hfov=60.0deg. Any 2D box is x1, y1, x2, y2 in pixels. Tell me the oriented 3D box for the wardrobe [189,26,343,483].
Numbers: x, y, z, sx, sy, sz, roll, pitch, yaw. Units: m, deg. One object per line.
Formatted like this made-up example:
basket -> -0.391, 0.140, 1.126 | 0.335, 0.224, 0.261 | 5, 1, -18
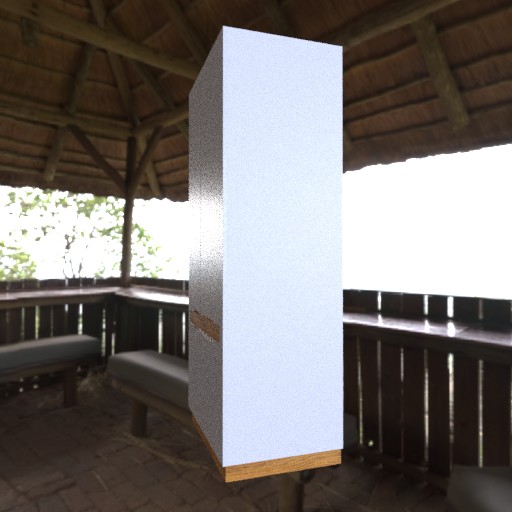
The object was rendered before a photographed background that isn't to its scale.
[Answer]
wardrobe -> 0.000, 0.000, 2.467 | 0.600, 2.040, 0.860 | 0, -1, -19
